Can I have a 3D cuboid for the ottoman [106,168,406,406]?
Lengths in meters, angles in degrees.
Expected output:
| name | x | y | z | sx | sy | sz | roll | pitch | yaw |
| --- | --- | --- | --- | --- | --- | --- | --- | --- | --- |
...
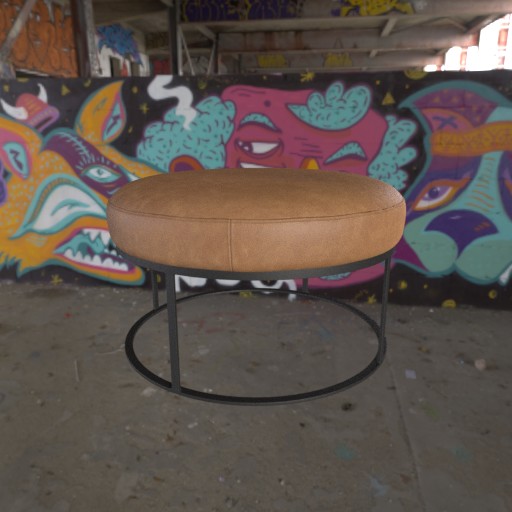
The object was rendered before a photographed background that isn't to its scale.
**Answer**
| name | x | y | z | sx | sy | sz | roll | pitch | yaw |
| --- | --- | --- | --- | --- | --- | --- | --- | --- | --- |
| ottoman | 0.000 | 0.000 | 1.234 | 0.771 | 0.460 | 0.771 | 0 | 15 | 0 |
